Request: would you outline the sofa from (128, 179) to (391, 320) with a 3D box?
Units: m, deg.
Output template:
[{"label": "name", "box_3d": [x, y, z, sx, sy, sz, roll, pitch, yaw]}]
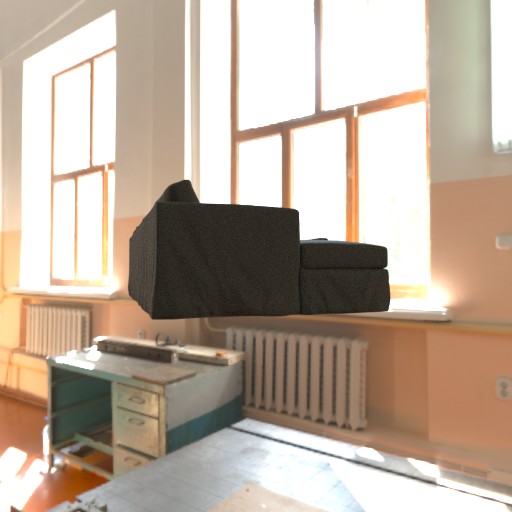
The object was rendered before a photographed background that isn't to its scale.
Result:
[{"label": "sofa", "box_3d": [0.000, 0.000, 4.619, 2.476, 0.878, 3.528, 1, -2, -19]}]
